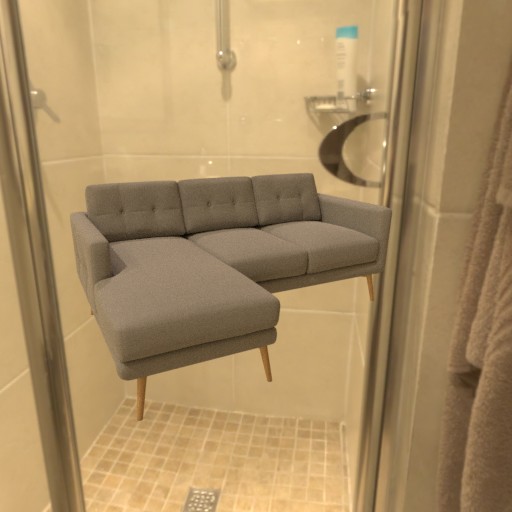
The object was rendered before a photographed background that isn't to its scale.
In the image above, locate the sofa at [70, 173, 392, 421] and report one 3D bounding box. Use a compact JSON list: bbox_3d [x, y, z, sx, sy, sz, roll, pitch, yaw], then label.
[{"bbox_3d":[0.000,0.000,2.801,2.040,0.860,1.530,-8,18,-27],"label":"sofa"}]
